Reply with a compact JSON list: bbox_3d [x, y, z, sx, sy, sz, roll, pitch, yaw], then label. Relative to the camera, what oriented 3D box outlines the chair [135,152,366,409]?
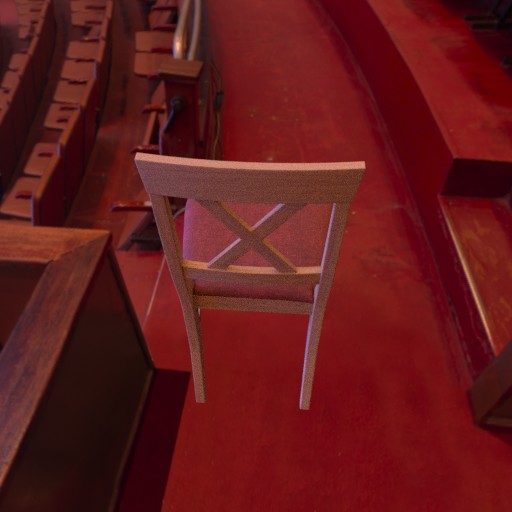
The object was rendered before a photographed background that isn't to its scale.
[{"bbox_3d":[0.000,0.000,1.192,0.439,0.912,0.492,3,46,3],"label":"chair"}]
